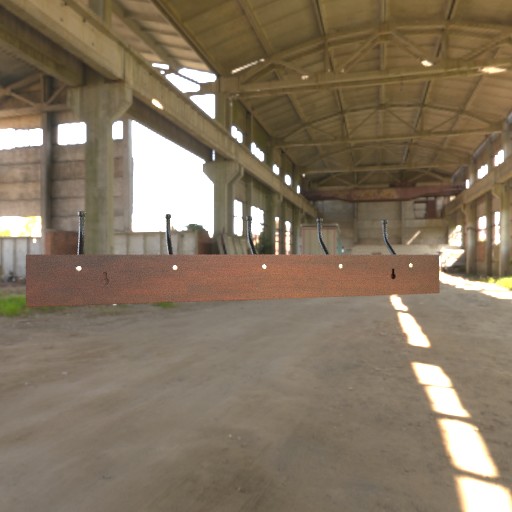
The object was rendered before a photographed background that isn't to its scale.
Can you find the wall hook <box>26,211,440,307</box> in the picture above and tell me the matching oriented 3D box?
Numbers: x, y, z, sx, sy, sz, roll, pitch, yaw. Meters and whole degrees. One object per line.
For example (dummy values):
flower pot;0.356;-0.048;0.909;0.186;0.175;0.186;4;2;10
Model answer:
wall hook;0.000;0.000;0.624;0.571;0.117;0.071;0;0;-18
